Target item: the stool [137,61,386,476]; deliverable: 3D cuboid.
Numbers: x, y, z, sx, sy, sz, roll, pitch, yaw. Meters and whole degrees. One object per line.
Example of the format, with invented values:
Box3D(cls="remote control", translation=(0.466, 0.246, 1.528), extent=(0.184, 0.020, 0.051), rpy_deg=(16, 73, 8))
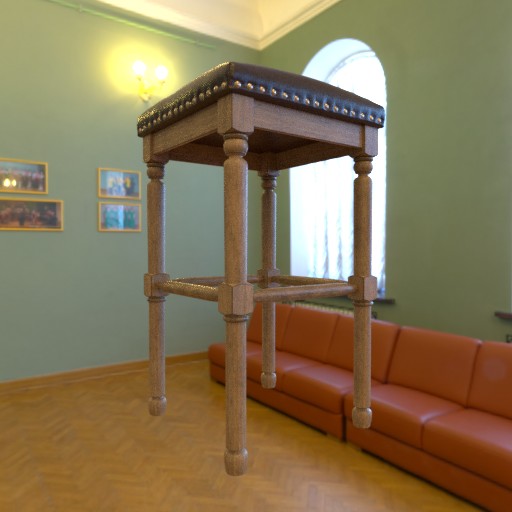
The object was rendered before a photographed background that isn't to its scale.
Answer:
Box3D(cls="stool", translation=(0.000, 0.000, 0.945), extent=(0.383, 0.702, 0.382), rpy_deg=(-1, 2, -36))
